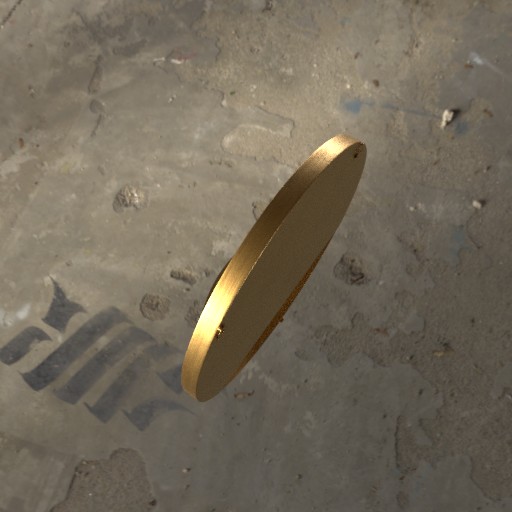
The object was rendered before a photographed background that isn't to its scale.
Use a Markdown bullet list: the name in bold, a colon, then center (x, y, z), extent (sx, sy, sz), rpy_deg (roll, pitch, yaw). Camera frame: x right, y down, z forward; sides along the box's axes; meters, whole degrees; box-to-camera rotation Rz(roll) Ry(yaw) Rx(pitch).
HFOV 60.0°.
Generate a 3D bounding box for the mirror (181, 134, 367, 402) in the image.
- **mirror**: center (0.000, 0.000, 0.712), extent (0.133, 0.457, 0.457), rpy_deg (33, 69, 14)
